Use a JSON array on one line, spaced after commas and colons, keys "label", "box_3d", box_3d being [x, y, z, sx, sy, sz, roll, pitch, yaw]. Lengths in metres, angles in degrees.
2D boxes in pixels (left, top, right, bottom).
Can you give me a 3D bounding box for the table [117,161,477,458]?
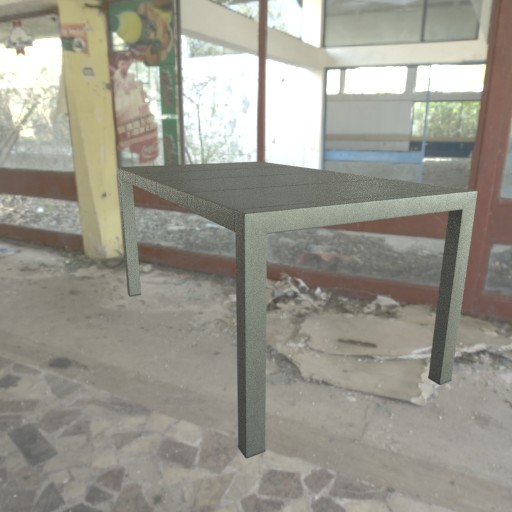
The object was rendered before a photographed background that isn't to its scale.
[{"label": "table", "box_3d": [0.000, 0.000, 1.290, 0.559, 0.460, 0.965, -8, 18, -27]}]
